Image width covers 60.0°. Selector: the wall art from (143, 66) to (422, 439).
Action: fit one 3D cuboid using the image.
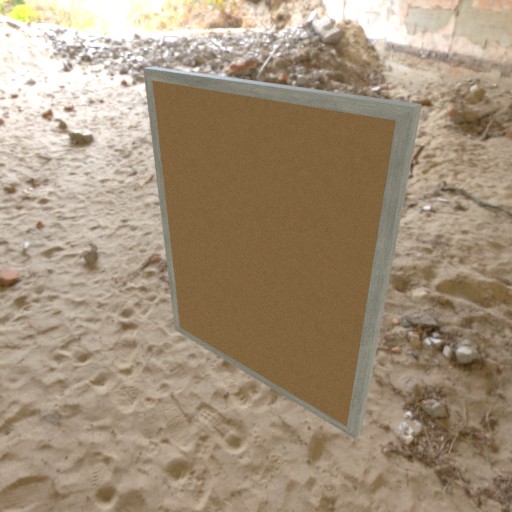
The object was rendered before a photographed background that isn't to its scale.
[{"bbox_3d":[0.000,0.000,0.788,0.479,0.582,0.022,22,37,32],"label":"wall art"}]
